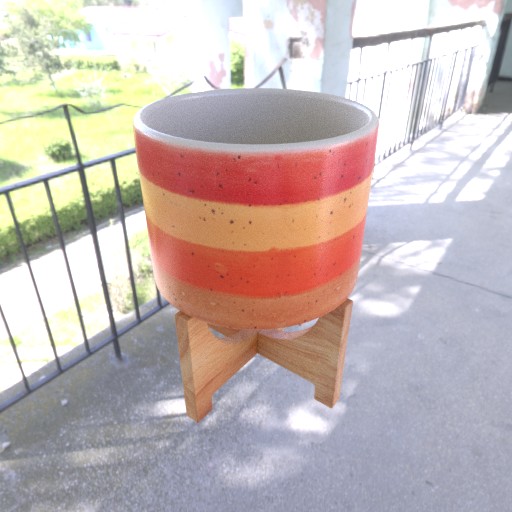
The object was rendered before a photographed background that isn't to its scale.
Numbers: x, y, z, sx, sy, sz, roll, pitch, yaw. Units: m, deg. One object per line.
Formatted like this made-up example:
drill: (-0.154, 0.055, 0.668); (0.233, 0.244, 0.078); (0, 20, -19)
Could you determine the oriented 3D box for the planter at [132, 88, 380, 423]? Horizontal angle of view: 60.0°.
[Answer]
planter: (0.000, 0.000, 0.418); (0.199, 0.268, 0.199); (0, 31, 0)
